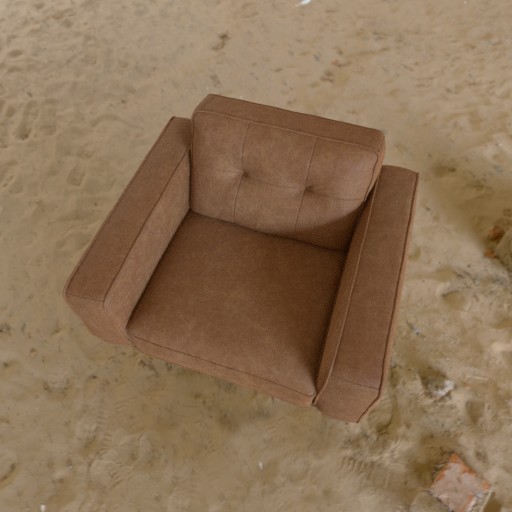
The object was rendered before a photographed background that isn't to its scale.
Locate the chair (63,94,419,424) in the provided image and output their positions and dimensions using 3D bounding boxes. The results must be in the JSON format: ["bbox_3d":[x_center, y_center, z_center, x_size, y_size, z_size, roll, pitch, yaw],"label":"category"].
[{"bbox_3d":[0.000,0.000,1.769,1.118,0.782,0.952,16,59,10],"label":"chair"}]
